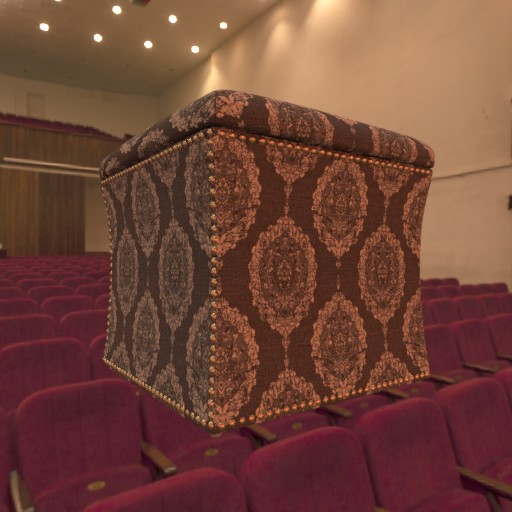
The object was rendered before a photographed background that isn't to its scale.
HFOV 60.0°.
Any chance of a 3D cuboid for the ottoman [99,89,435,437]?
[{"bbox_3d":[0.000,0.000,0.882,0.497,0.475,0.507,0,0,-35],"label":"ottoman"}]
